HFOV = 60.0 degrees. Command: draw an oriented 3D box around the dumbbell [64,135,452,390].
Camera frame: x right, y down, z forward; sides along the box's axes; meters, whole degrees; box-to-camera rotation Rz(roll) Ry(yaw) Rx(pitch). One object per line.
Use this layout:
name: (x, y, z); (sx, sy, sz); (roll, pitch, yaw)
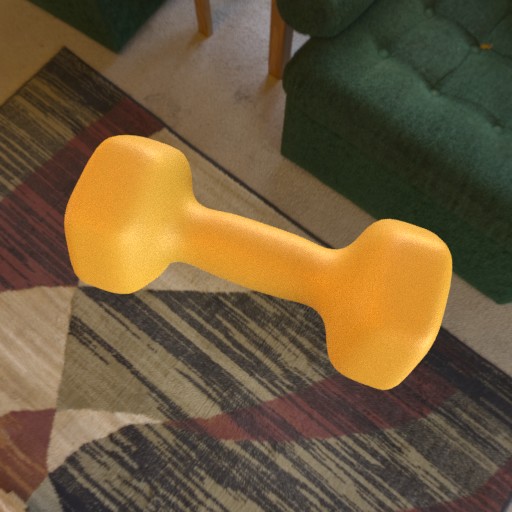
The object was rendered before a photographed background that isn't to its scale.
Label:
dumbbell: (0.000, 0.000, 0.239); (0.190, 0.082, 0.090); (20, 76, 5)
